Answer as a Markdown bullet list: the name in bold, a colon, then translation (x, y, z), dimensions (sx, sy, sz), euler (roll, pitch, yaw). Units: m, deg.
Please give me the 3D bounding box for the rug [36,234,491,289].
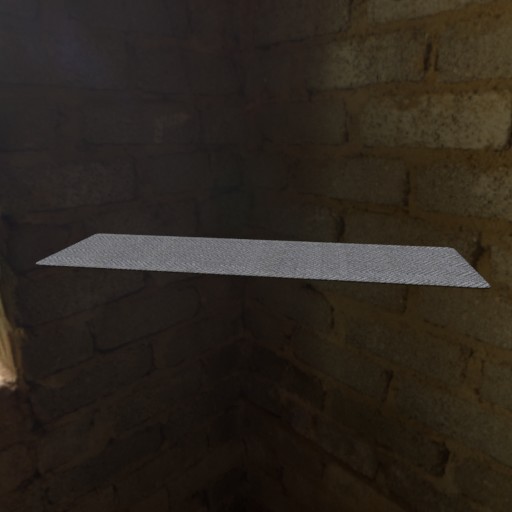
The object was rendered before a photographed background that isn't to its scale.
- **rug**: translation (0.000, 0.000, 2.507), dimensions (2.286, 0.008, 0.686), euler (3, 17, 9)
